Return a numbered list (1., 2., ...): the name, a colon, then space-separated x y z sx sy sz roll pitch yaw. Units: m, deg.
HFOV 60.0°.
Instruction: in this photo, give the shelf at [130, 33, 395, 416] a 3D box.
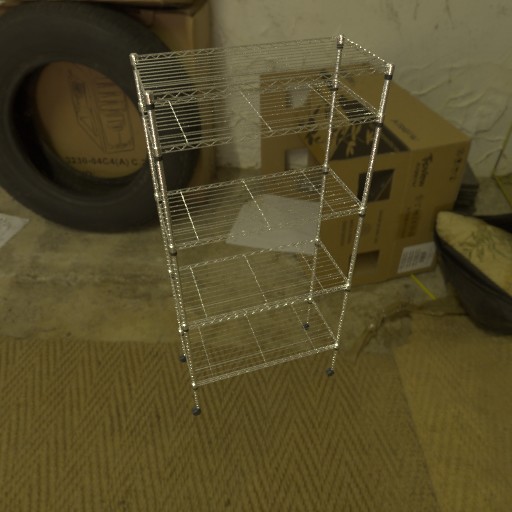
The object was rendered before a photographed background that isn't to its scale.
1. shelf: 0.000 0.000 1.867 0.762 1.587 0.356 -12 42 -14
